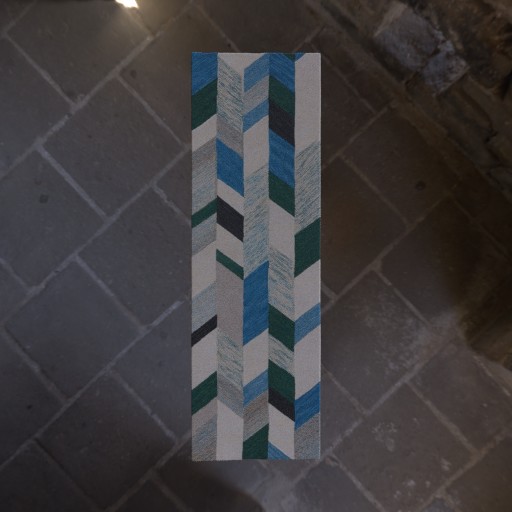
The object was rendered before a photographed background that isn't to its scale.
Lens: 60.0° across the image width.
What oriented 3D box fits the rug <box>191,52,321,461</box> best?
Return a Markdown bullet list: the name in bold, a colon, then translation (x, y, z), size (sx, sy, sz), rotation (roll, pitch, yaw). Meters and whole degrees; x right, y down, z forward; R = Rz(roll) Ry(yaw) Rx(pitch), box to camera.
- **rug**: translation (0.000, 0.000, 2.647), size (0.774, 0.008, 2.437), rotation (0, 90, -1)
